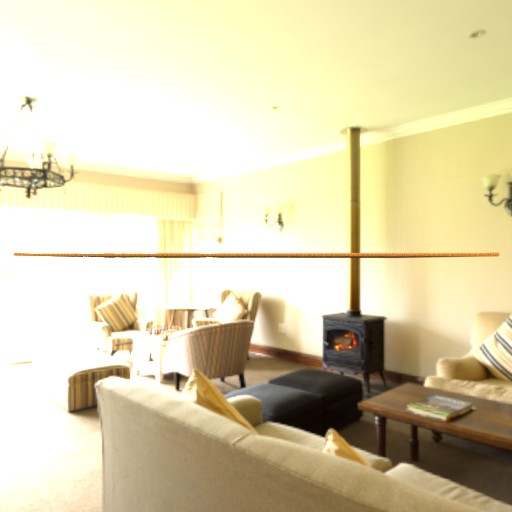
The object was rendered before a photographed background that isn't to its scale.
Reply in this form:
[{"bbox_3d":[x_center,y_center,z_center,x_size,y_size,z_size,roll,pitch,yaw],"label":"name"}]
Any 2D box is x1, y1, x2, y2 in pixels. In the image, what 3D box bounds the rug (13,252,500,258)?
[{"bbox_3d":[0.000,0.000,2.268,1.840,0.015,1.225,0,-1,-1],"label":"rug"}]
